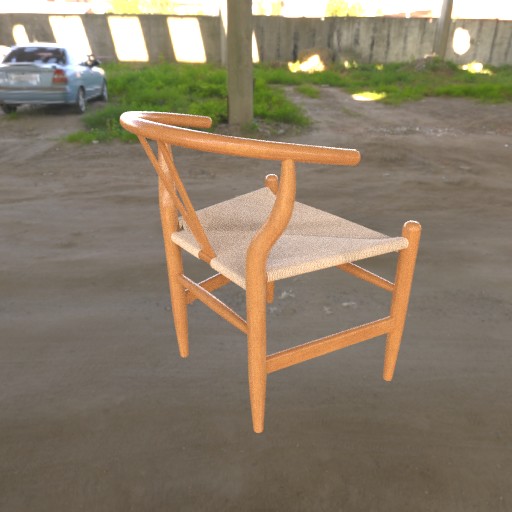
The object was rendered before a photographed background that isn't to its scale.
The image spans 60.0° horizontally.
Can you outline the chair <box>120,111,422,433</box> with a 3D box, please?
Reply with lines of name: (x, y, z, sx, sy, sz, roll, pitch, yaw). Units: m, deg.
chair: (0.000, 0.000, 1.139, 0.579, 0.730, 0.569, -19, 31, -34)
